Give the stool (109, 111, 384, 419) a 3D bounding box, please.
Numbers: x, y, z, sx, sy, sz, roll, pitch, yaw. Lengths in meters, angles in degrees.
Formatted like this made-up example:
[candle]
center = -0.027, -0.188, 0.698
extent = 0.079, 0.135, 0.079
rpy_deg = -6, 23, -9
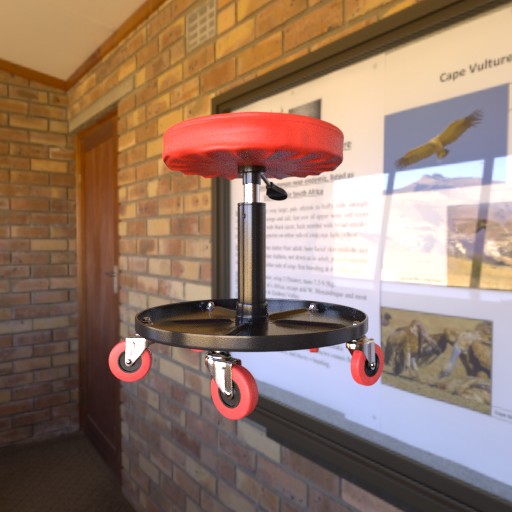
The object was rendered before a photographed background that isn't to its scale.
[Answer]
[stool]
center = 0.000, 0.000, 0.685
extent = 0.381, 0.365, 0.382
rpy_deg = 1, 2, 20
